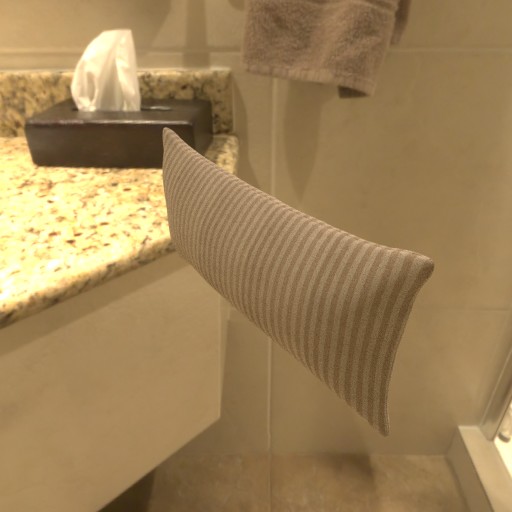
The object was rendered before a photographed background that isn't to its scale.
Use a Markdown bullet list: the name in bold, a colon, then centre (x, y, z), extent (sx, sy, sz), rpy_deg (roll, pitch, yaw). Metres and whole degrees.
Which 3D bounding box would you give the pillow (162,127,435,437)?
- **pillow**: centre (0.000, 0.000, 0.745), extent (0.151, 0.295, 0.617), rpy_deg (-21, 38, -30)
